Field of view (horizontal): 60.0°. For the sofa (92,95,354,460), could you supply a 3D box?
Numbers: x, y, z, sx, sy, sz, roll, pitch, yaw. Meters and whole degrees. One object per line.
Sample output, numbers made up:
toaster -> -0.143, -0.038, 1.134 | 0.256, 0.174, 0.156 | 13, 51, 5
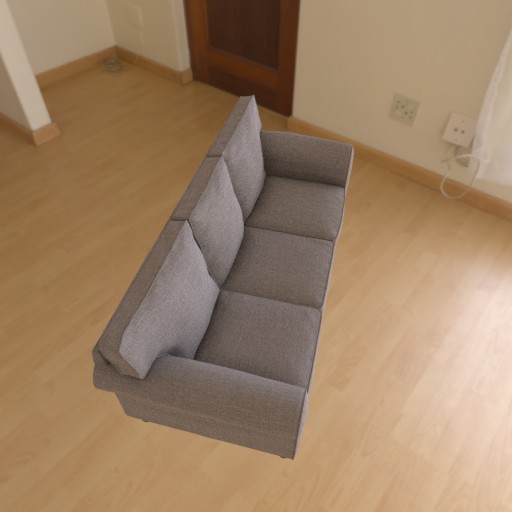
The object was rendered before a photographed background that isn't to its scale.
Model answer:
sofa -> 0.000, 0.000, 2.591 | 0.916, 0.961, 2.084 | 11, 48, 10
